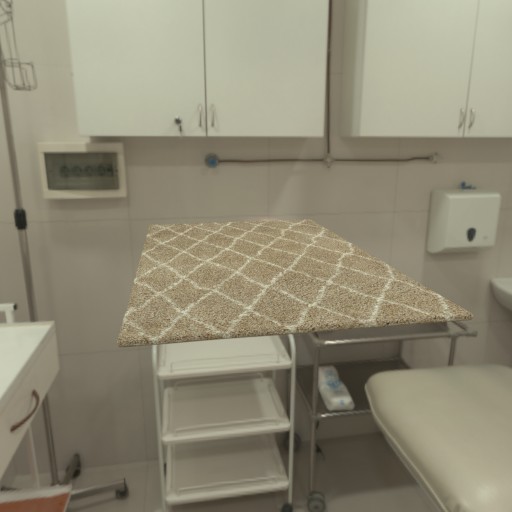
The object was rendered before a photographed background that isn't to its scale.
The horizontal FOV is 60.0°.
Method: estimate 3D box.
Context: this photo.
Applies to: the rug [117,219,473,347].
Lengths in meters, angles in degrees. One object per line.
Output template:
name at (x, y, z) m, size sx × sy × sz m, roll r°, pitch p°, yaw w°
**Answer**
rug at (0.000, 0.000, 2.983) m, size 1.524 × 0.030 × 2.438 m, roll -3°, pitch 15°, yaw -10°
